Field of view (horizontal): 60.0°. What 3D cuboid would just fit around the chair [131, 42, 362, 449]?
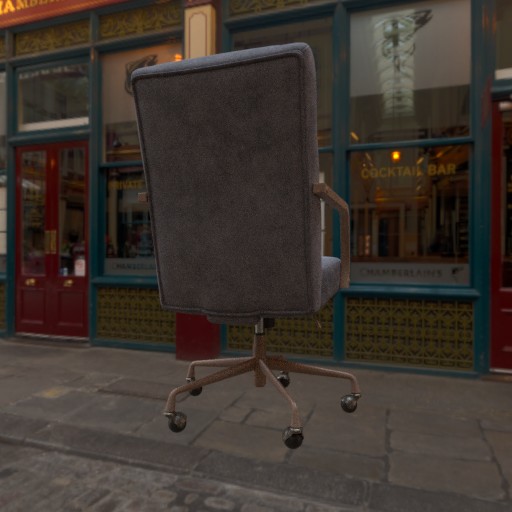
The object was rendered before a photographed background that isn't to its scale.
[{"bbox_3d":[0.000,0.000,1.433,0.640,1.029,0.741,0,-1,19],"label":"chair"}]
